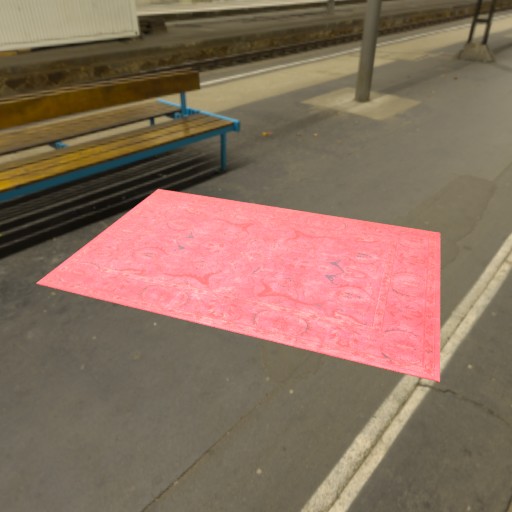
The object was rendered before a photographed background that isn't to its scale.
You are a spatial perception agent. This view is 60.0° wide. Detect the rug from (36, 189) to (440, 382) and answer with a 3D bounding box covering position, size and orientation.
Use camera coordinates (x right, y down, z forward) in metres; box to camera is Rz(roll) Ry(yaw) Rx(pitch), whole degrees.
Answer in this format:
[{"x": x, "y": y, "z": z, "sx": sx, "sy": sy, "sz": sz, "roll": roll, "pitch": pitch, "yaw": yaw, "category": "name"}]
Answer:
[{"x": 0.000, "y": 0.000, "z": 3.088, "sx": 2.423, "sy": 0.010, "sz": 1.534, "roll": 11, "pitch": 34, "yaw": 16, "category": "rug"}]
